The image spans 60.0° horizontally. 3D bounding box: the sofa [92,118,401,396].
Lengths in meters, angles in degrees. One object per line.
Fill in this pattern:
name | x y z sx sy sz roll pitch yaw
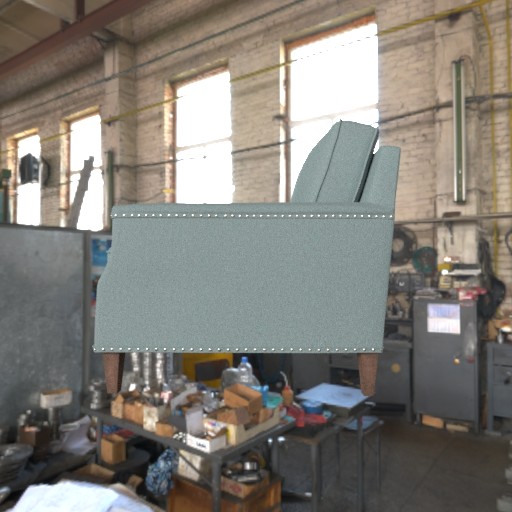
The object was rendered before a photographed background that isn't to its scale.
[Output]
sofa | 0.000 0.000 2.283 1.084 1.003 1.597 0 -2 2
